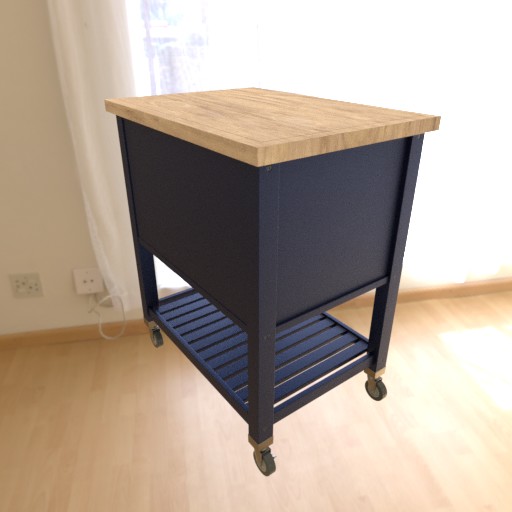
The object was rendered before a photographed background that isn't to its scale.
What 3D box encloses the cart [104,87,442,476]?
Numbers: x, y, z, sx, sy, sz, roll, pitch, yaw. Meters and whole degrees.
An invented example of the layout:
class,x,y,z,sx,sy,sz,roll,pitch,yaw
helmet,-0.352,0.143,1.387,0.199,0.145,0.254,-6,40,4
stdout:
class,x,y,z,sx,sy,sz,roll,pitch,yaw
cart,0.000,0.000,1.429,0.567,0.920,0.797,-18,32,-32
